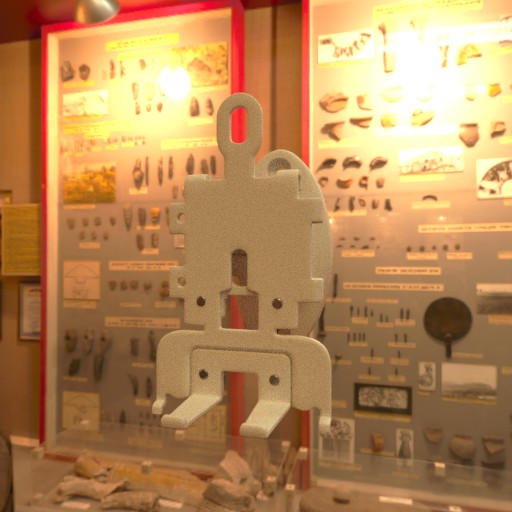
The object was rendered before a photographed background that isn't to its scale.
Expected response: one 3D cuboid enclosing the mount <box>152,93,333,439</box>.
[{"bbox_3d":[0.000,0.000,0.182,0.066,0.118,0.100,0,0,16],"label":"mount"}]
